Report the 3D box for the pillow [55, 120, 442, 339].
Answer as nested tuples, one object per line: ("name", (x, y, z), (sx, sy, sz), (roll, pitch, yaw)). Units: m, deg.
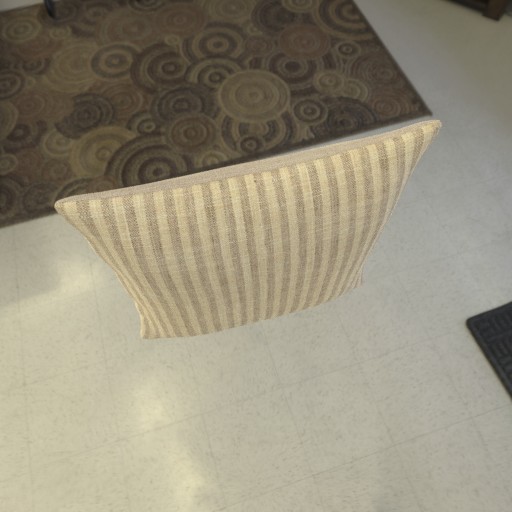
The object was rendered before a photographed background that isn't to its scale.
("pillow", (0.000, 0.000, 0.791), (0.523, 0.510, 0.166), (-13, 63, -7))
